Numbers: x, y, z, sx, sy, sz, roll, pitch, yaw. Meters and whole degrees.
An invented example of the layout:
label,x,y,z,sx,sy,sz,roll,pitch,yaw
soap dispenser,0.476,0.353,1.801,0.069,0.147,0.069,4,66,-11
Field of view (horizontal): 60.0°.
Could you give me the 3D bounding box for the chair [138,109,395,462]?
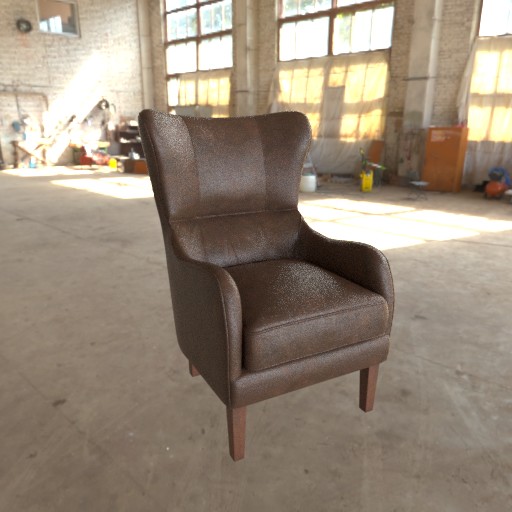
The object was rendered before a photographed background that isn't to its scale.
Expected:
label,x,y,z,sx,sy,sz,roll,pitch,yaw
chair,0.000,0.000,1.656,0.692,1.048,0.914,-9,19,-26
